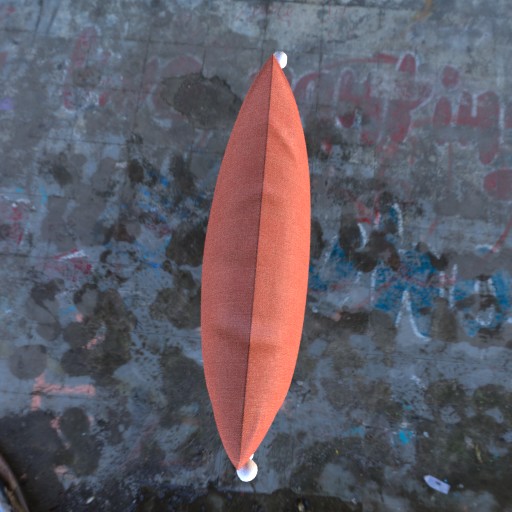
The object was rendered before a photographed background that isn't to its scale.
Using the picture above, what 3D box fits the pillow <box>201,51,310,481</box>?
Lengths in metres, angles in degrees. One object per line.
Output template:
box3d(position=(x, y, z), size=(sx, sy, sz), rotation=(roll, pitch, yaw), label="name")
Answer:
box3d(position=(0.000, 0.000, 0.823), size=(0.201, 0.322, 0.709), rotation=(5, 76, 1), label="pillow")
